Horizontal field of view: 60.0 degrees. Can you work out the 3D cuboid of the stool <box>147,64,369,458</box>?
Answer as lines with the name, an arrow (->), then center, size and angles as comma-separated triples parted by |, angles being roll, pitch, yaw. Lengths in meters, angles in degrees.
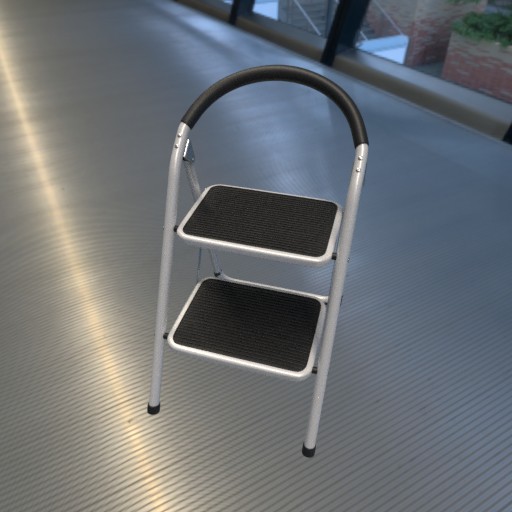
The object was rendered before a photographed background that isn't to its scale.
stool -> 0.000, 0.000, 1.095 | 0.453, 0.760, 0.559 | 10, 41, 12
